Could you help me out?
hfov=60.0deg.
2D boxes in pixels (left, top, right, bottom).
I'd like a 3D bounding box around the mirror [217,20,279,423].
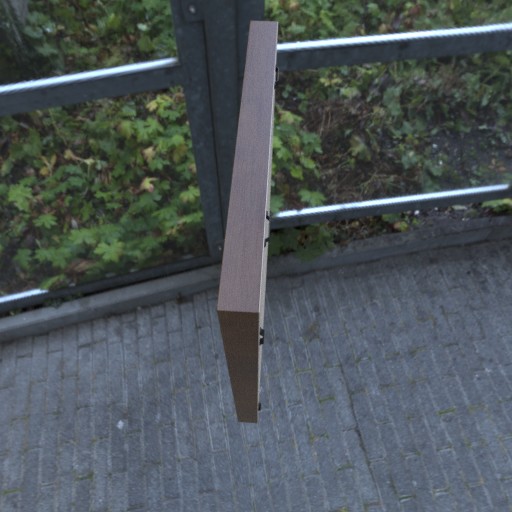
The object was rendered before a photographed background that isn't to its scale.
[{"bbox_3d":[0.000,0.000,0.688,0.041,0.508,0.405,3,60,2],"label":"mirror"}]
